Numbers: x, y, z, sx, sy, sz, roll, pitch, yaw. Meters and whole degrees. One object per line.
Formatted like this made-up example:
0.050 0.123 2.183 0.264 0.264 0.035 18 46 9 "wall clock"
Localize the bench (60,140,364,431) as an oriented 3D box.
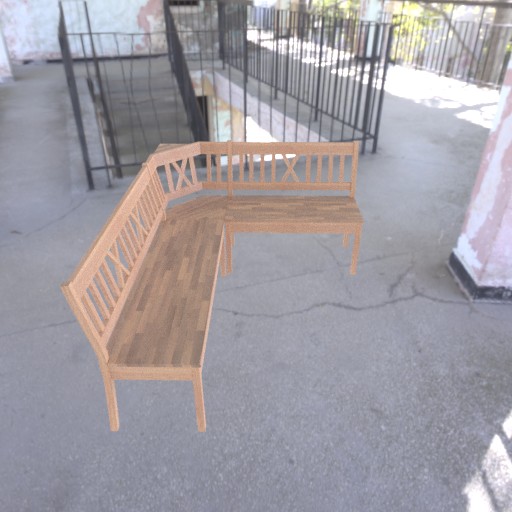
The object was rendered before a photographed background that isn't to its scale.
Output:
0.000 0.000 2.820 1.537 0.902 1.937 0 32 1 "bench"
